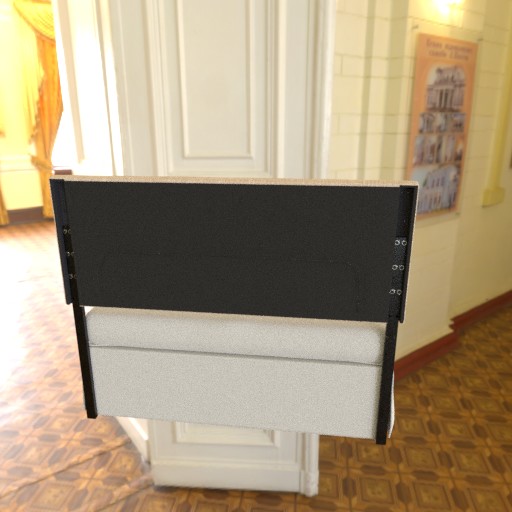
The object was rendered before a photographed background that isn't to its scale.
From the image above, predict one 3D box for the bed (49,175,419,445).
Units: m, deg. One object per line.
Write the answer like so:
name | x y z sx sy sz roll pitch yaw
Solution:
bed | 0.000 0.000 2.971 1.643 1.270 1.978 2 17 7
